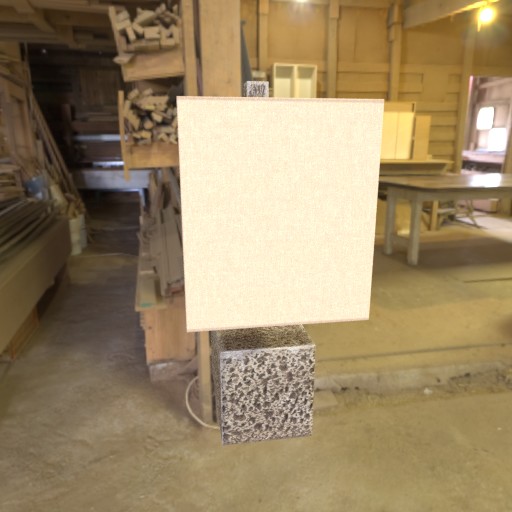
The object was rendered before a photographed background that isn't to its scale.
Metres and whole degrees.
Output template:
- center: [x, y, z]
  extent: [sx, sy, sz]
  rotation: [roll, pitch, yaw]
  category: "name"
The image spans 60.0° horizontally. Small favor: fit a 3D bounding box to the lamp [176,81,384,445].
- center: [0.000, 0.000, 0.561]
  extent: [0.180, 0.411, 0.294]
  rotation: [-2, 15, -9]
  category: "lamp"
